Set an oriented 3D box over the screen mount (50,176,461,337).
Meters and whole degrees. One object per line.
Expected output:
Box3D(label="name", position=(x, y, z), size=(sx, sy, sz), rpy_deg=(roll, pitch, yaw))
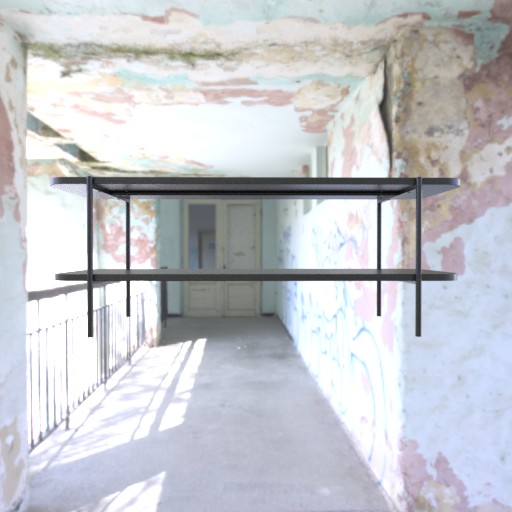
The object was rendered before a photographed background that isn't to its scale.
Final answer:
Box3D(label="screen mount", position=(0.000, 0.000, 1.430), size=(1.200, 0.447, 0.400), rpy_deg=(0, 1, -1))
